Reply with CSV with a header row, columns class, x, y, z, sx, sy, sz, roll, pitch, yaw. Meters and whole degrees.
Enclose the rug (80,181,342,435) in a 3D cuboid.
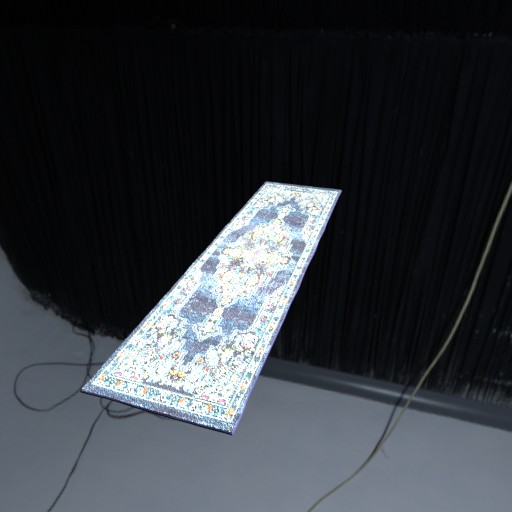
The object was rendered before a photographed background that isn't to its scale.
class,x,y,z,sx,sy,sz,roll,pitch,yaw
rug,0.000,0.000,2.471,0.602,0.016,2.283,9,31,16
